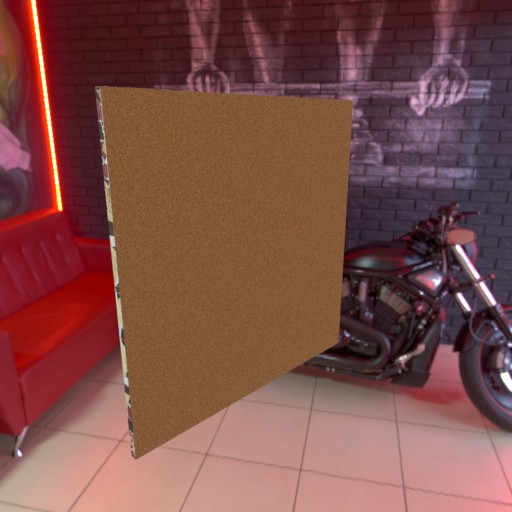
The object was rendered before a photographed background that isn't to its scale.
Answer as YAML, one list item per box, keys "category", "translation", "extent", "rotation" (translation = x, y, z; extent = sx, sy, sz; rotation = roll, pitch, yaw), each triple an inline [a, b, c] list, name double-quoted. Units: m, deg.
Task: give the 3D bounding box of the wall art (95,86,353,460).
- category: "wall art"
  translation: [0.000, 0.000, 0.595]
  extent: [0.404, 0.406, 0.010]
  rotation: [-16, 23, -42]
